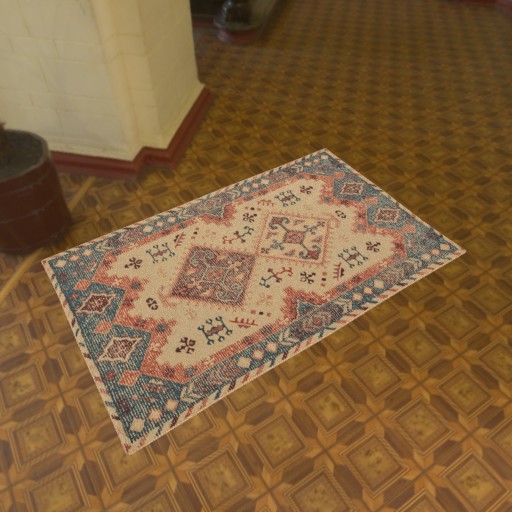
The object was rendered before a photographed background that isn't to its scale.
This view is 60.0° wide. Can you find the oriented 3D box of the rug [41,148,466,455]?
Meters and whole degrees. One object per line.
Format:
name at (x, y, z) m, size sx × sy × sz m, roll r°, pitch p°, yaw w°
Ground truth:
rug at (0.000, 0.000, 3.007) m, size 2.464 × 0.023 × 1.521 m, roll -26°, pitch 52°, yaw -22°
